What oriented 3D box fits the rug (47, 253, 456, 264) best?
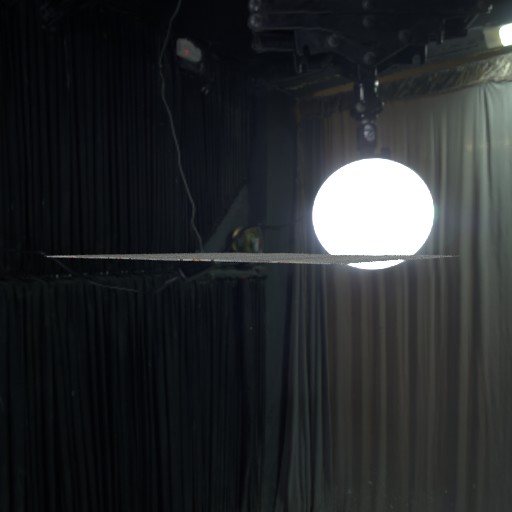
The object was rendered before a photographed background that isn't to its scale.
[{"bbox_3d":[0.000,0.000,3.958,3.000,0.012,2.371,1,1,36],"label":"rug"}]
